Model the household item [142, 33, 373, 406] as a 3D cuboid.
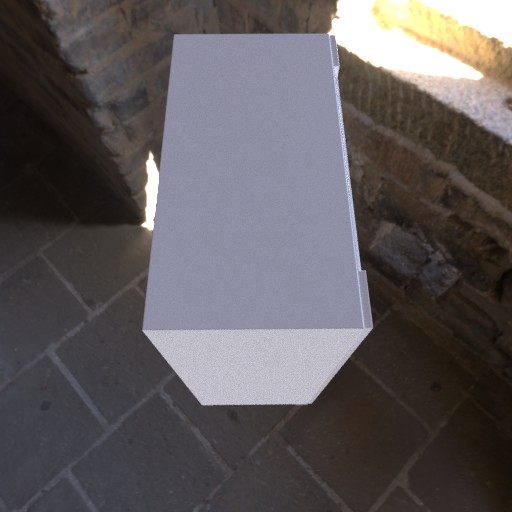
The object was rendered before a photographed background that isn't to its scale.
[{"bbox_3d":[0.000,0.000,1.431,0.420,1.010,0.790,0,64,0],"label":"household item"}]
